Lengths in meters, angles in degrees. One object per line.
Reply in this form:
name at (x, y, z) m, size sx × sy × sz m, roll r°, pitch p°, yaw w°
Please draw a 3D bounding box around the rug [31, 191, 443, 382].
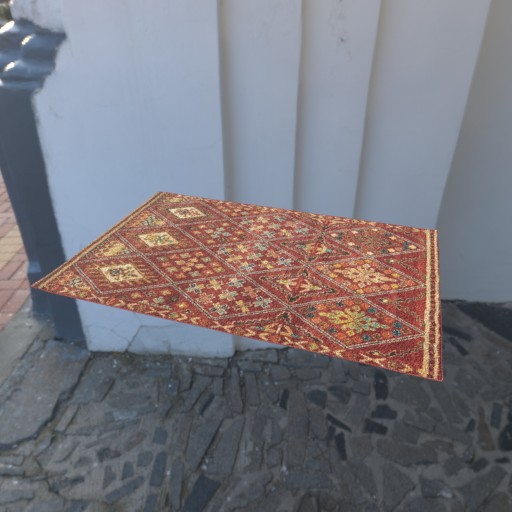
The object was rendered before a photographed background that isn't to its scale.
rug at (0.000, 0.000, 2.909) m, size 2.286 × 0.026 × 1.521 m, roll 10°, pitch 33°, yaw 16°
